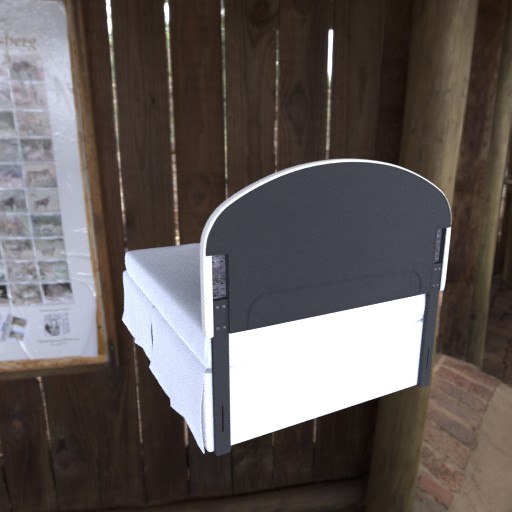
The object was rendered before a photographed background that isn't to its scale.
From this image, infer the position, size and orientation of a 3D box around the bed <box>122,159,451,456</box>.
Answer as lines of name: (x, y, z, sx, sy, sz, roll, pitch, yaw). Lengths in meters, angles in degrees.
bed: (0.000, 0.000, 3.165, 1.607, 1.410, 2.005, -7, 16, -26)
